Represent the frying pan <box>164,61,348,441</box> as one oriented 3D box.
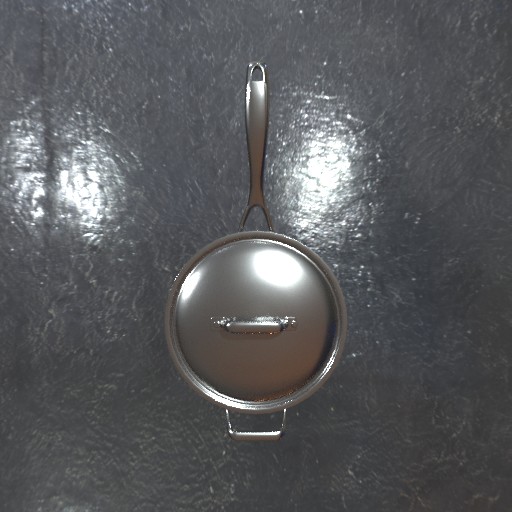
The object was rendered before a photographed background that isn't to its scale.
[{"bbox_3d":[0.000,0.000,0.604,0.245,0.111,0.492,0,90,-1],"label":"frying pan"}]
